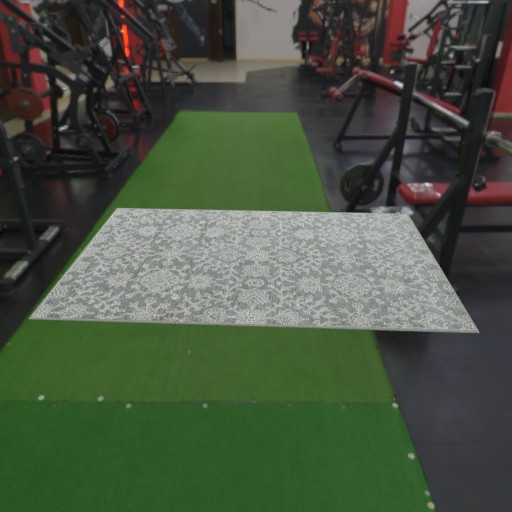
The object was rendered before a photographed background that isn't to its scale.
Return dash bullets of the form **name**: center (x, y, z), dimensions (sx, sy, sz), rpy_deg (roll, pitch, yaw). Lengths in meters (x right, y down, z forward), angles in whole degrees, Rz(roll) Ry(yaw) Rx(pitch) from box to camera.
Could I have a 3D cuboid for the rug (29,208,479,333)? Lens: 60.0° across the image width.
- **rug**: center (0.000, 0.000, 3.042), dimensions (2.430, 0.010, 1.515), rpy_deg (1, 30, 2)
